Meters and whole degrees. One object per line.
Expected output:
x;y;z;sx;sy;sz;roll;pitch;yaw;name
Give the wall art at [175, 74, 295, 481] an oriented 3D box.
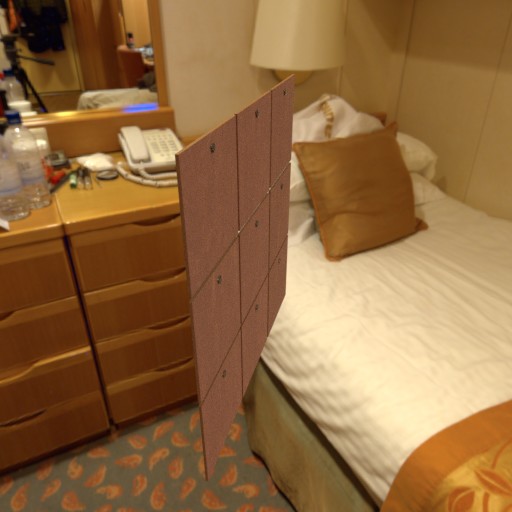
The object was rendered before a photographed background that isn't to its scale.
0.000;0.000;2.260;0.023;1.522;1.526;9;32;14;wall art
